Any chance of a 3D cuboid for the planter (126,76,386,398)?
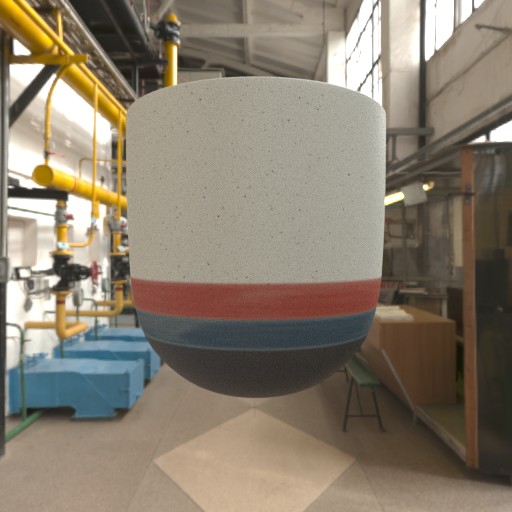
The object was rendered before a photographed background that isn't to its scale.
[{"bbox_3d":[0.000,0.000,0.363,0.204,0.214,0.204,0,1,0],"label":"planter"}]
